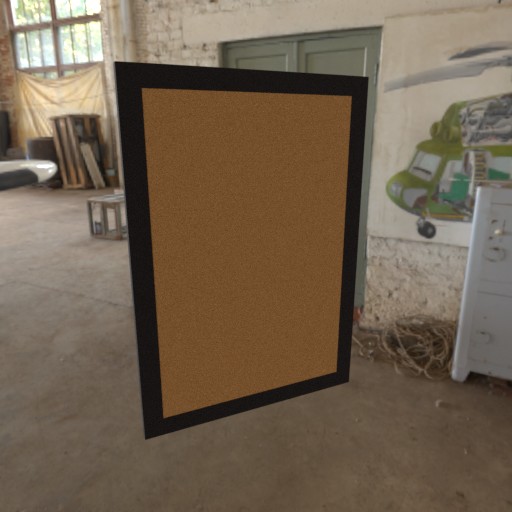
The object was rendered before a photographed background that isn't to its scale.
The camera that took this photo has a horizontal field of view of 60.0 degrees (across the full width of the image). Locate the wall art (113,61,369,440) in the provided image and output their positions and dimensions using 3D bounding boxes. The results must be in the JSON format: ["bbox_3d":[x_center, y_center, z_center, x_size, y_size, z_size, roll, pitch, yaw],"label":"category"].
[{"bbox_3d":[0.000,0.000,0.686,0.380,0.534,0.013,-7,17,-24],"label":"wall art"}]
